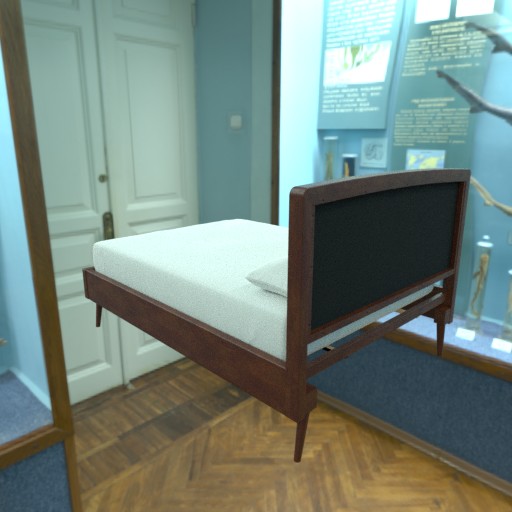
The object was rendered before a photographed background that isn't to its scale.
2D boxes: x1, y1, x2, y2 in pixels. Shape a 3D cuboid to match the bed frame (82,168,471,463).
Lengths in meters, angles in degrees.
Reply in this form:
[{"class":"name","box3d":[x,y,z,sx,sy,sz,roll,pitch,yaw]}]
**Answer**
[{"class":"bed frame","box3d":[0.000,0.000,3.107,1.587,1.279,2.171,-14,20,-42]}]
